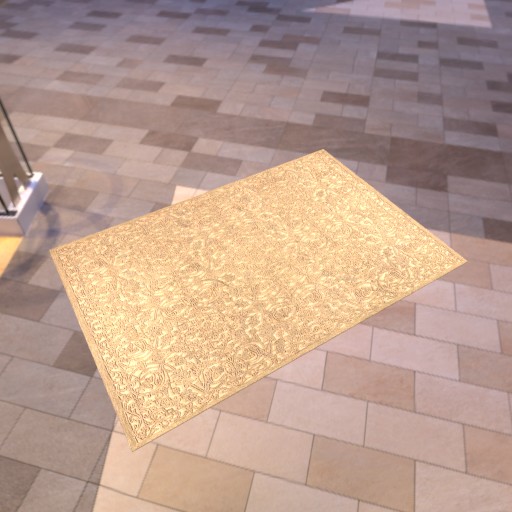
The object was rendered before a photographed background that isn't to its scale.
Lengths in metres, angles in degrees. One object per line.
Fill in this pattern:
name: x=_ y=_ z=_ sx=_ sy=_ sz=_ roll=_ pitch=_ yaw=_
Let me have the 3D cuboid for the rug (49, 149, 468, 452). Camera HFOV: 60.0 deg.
rug: x=0.000 y=0.000 z=2.326 sx=1.827 sy=0.006 sz=1.221 roll=-24 pitch=51 yaw=-21
